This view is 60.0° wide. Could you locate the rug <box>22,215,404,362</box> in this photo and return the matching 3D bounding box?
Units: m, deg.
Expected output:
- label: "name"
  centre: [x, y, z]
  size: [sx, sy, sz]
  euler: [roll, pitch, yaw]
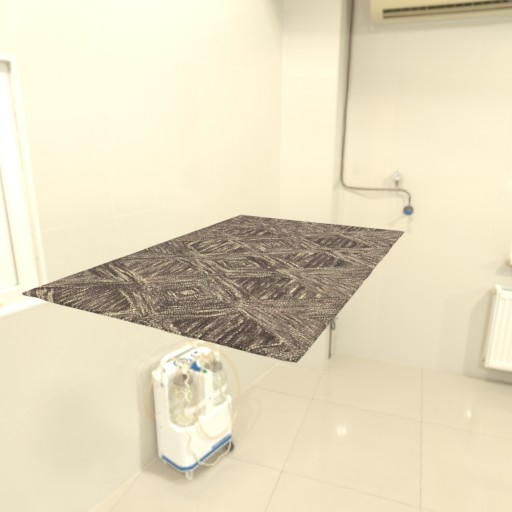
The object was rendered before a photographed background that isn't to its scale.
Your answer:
- label: "rug"
  centre: [0.000, 0.000, 2.284]
  size: [1.186, 0.012, 1.814]
  euler: [8, 18, 26]
